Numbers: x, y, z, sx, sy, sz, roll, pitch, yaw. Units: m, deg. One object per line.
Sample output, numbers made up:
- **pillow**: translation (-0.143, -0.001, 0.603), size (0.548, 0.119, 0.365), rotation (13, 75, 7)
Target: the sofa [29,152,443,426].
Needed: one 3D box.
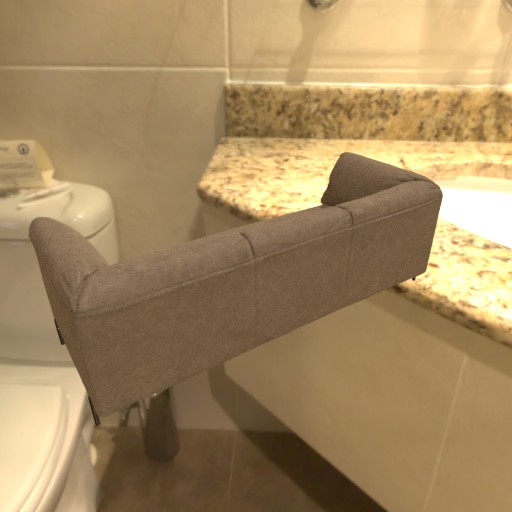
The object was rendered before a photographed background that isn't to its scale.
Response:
- **sofa**: translation (0.000, 0.000, 2.617), size (2.238, 0.758, 0.899), rotation (-18, 34, -29)
